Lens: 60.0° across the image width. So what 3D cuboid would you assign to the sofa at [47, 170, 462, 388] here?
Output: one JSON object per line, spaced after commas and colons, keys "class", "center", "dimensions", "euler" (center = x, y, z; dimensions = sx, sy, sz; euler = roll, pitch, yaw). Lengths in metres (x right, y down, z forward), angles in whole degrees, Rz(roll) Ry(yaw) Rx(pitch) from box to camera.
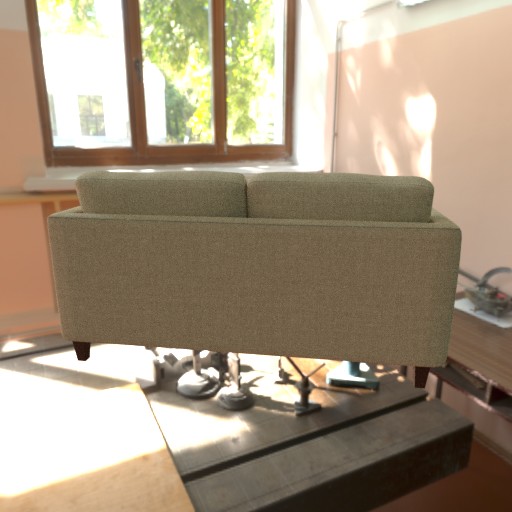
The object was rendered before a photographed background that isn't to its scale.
{"class": "sofa", "center": [0.000, 0.000, 2.453], "dimensions": [1.884, 0.963, 0.950], "euler": [2, 16, 8]}
